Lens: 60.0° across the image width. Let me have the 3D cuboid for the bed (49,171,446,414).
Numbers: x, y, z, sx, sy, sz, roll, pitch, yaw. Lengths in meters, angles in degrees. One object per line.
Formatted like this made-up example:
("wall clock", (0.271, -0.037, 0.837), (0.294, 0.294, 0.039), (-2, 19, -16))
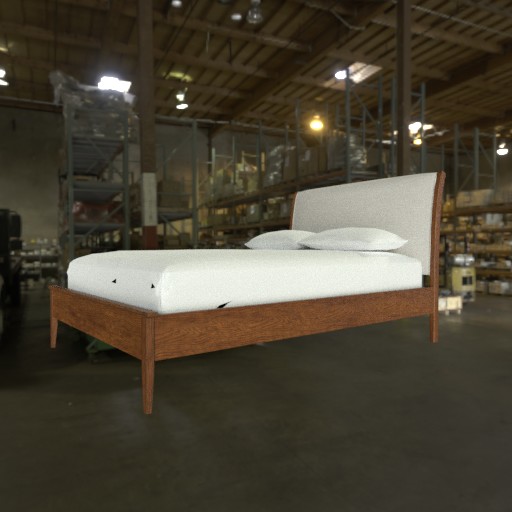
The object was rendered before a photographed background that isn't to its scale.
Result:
("bed", (0.000, 0.000, 3.161), (2.380, 1.250, 1.612), (-1, 2, -38))
